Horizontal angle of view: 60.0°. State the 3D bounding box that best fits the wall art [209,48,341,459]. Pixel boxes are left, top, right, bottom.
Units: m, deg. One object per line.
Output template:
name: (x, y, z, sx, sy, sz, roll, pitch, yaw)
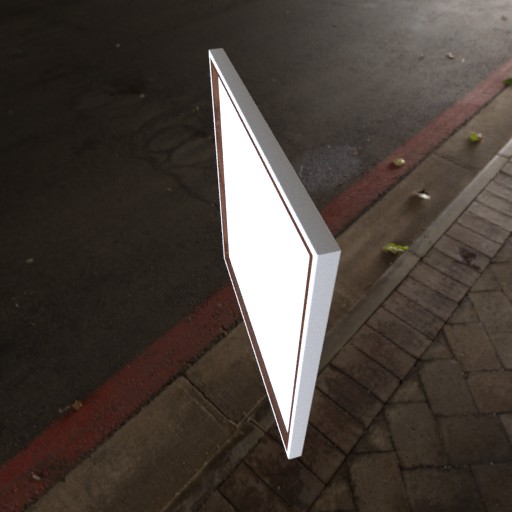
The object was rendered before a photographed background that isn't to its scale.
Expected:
wall art: (0.000, 0.000, 1.517, 0.049, 1.009, 1.009, -11, 47, -11)
